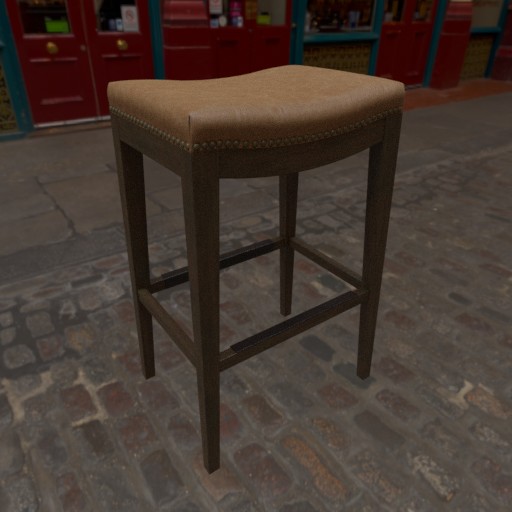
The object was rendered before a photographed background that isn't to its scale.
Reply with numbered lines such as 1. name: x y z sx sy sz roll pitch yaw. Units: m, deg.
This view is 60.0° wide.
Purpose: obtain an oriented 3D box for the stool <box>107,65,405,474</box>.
1. stool: 0.000 0.000 1.016 0.500 0.759 0.361 -19 35 -30
